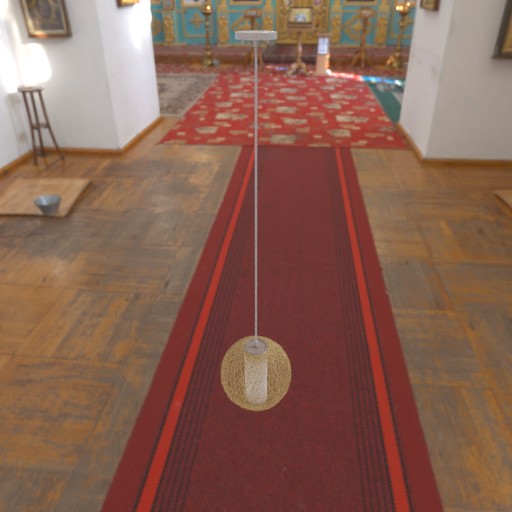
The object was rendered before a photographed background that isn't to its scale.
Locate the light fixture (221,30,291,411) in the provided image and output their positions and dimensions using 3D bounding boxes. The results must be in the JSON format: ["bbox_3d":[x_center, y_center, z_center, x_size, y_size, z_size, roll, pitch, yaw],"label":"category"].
[{"bbox_3d":[0.000,0.000,2.163,0.407,1.955,0.406,-22,37,-33],"label":"light fixture"}]
